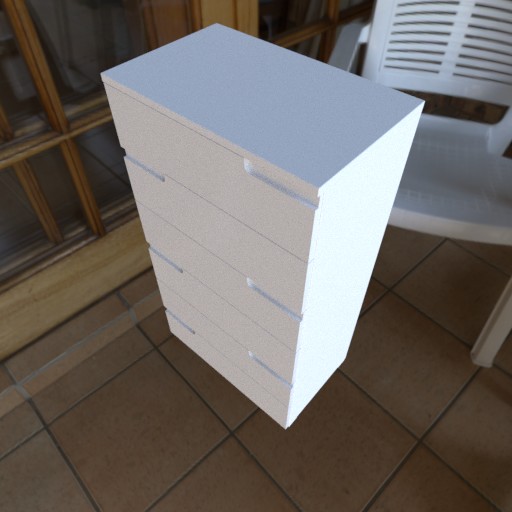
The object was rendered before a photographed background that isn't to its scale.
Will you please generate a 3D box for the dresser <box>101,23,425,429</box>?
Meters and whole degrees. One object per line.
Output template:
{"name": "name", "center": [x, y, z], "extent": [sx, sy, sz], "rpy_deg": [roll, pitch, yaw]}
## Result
{"name": "dresser", "center": [0.000, 0.000, 1.474], "extent": [0.650, 1.190, 0.400], "rpy_deg": [33, 57, 26]}
